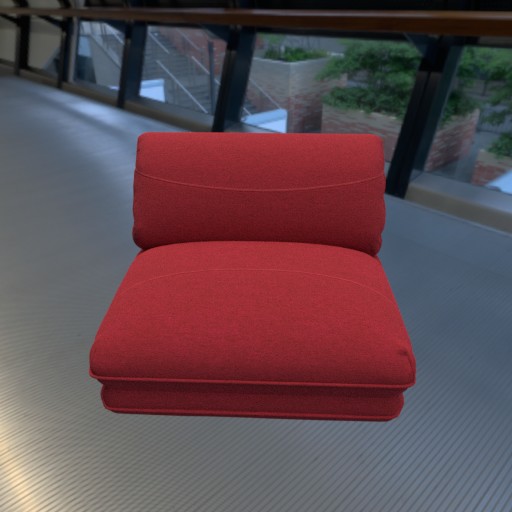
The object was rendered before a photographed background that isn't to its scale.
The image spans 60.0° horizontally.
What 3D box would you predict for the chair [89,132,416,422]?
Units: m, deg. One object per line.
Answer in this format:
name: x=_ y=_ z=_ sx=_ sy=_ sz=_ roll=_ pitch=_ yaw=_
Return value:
chair: x=0.000 y=0.000 z=1.324 sx=0.820 sy=0.580 sz=0.780 roll=1 pitch=31 yaw=2
